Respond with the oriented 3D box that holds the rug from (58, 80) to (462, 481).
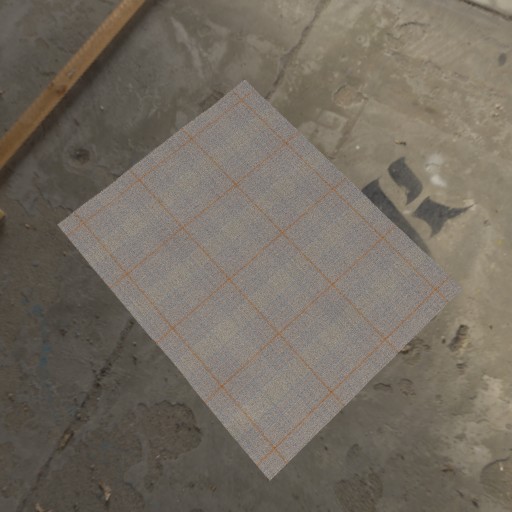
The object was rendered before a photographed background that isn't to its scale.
[{"bbox_3d":[0.000,0.000,4.216,2.448,0.021,3.051,-41,79,-10],"label":"rug"}]
